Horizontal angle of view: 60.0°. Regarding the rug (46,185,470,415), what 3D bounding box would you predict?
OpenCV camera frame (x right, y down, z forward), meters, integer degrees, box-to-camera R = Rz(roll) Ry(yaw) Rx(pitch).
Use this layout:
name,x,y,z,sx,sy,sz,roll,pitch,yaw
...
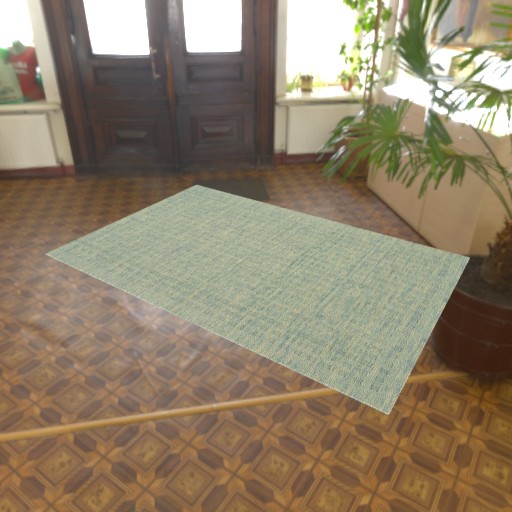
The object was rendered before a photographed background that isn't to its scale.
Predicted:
name,x,y,z,sx,sy,sz,roll,pitch,yaw
rug,0.000,0.000,2.186,1.752,0.006,1.142,19,35,29
